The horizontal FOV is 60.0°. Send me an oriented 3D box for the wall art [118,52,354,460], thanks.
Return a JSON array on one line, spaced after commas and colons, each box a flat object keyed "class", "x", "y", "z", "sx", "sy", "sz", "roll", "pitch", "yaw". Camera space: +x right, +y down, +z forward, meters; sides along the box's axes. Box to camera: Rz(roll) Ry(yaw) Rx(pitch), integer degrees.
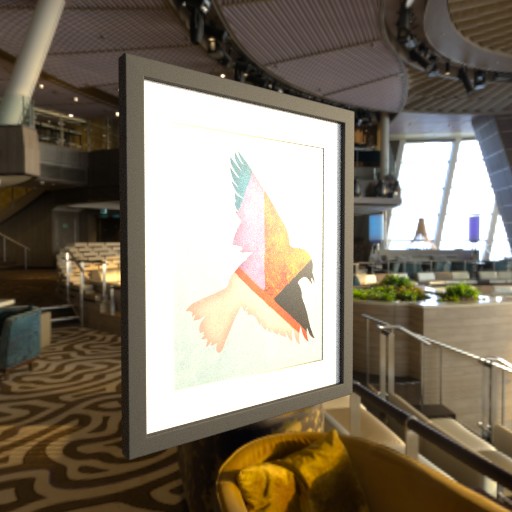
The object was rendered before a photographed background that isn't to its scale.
[{"class": "wall art", "x": 0.000, "y": 0.000, "z": 0.750, "sx": 0.457, "sy": 0.558, "sz": 0.028, "roll": -1, "pitch": 2, "yaw": -36}]
